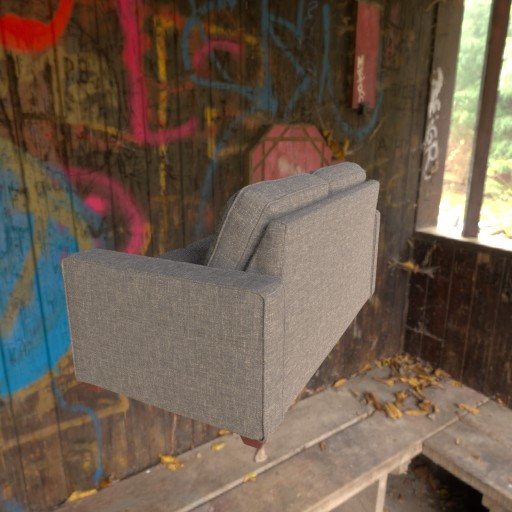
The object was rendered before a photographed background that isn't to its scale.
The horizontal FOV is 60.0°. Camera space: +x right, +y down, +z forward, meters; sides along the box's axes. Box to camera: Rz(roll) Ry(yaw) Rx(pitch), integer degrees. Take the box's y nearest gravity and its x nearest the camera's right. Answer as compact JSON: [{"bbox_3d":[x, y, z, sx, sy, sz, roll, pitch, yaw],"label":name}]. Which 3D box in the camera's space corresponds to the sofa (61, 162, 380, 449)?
[{"bbox_3d":[0.000,0.000,2.333,0.947,0.918,1.709,8,18,26],"label":"sofa"}]
